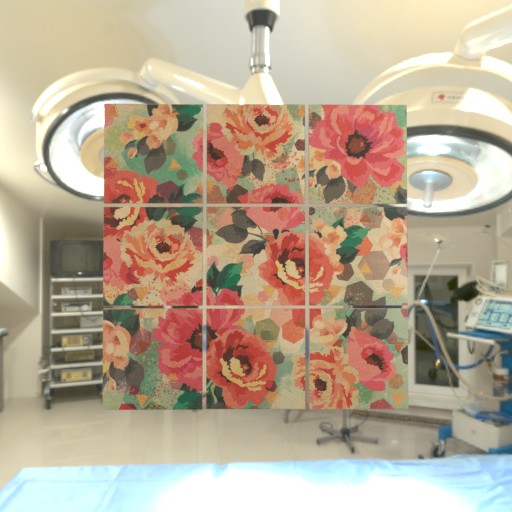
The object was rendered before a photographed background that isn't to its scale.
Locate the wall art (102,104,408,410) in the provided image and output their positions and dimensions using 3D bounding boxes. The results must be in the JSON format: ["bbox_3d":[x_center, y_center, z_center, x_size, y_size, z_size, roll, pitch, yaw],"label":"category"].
[{"bbox_3d":[0.000,0.000,1.779,1.216,1.220,0.013,0,-1,-1],"label":"wall art"}]
